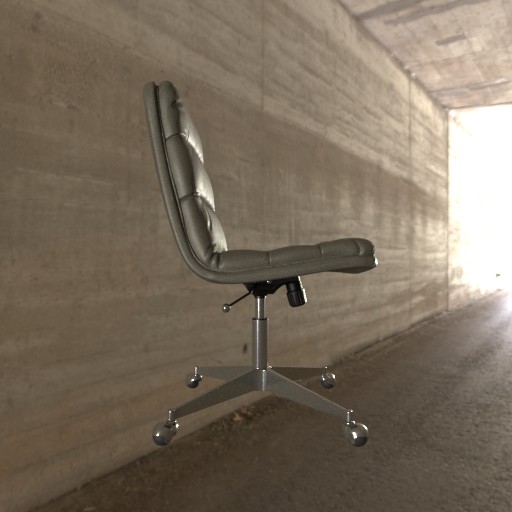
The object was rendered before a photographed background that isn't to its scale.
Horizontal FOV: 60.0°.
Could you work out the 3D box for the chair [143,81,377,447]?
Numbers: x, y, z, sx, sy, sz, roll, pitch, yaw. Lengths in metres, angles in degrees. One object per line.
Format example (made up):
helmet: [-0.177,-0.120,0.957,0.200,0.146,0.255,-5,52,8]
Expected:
chair: [0.000,0.000,1.051,0.485,0.738,0.422,0,0,0]
